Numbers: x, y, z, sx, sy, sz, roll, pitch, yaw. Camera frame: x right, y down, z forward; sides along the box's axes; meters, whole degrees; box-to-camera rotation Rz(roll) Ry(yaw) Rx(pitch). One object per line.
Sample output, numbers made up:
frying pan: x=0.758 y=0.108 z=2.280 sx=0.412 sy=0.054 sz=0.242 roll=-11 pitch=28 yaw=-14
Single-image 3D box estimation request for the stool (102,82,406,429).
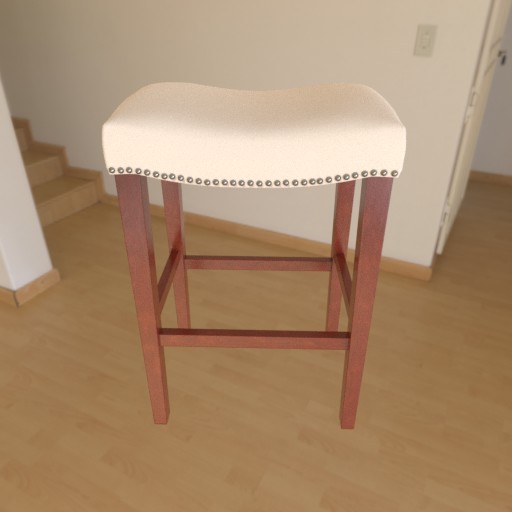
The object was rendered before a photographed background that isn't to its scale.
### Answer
stool: x=0.000 y=0.000 z=1.036 sx=0.504 sy=0.742 sz=0.372 roll=1 pitch=30 yaw=2
